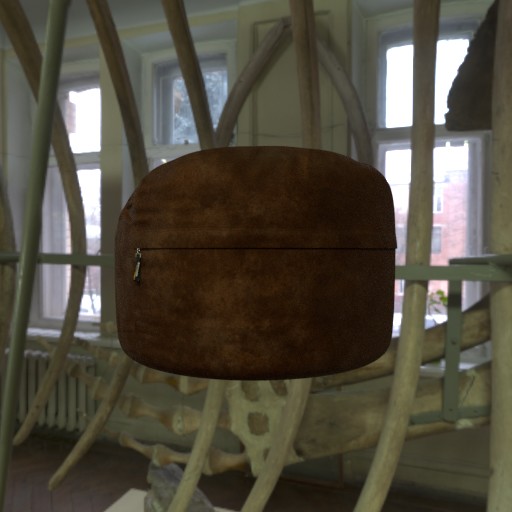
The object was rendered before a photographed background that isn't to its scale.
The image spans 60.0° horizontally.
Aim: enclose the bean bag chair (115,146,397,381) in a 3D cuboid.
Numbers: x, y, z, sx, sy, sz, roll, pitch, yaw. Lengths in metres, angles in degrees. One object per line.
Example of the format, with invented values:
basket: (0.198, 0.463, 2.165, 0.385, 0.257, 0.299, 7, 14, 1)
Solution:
bean bag chair: (0.000, 0.000, 1.504, 0.918, 0.616, 0.918, 0, 1, 0)
